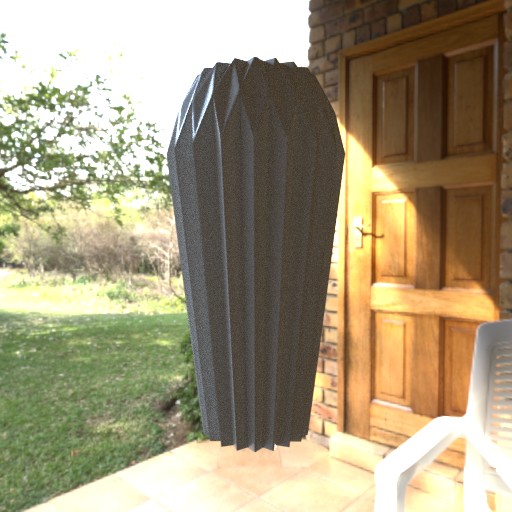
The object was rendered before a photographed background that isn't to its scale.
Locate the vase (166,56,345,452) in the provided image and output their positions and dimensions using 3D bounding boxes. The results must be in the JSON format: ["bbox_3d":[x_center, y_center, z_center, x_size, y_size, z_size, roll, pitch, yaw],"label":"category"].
[{"bbox_3d":[0.000,0.000,0.336,0.133,0.263,0.133,0,2,0],"label":"vase"}]
